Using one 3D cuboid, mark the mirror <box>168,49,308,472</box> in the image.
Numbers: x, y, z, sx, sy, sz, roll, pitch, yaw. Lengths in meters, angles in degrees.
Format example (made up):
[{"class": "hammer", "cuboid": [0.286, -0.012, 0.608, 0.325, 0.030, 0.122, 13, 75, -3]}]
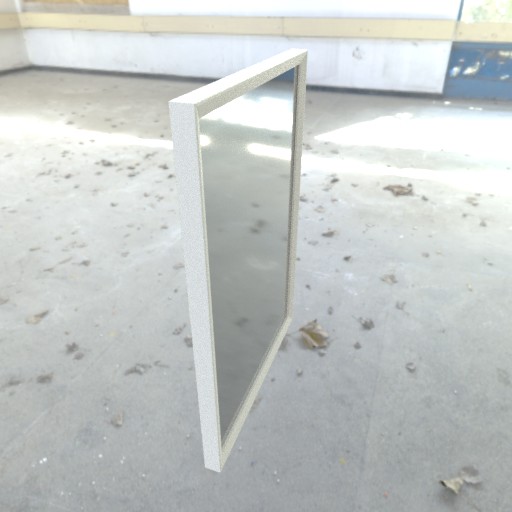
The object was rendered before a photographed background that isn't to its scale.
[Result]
[{"class": "mirror", "cuboid": [0.000, 0.000, 0.900, 0.039, 0.710, 0.507, 11, 33, 17]}]
